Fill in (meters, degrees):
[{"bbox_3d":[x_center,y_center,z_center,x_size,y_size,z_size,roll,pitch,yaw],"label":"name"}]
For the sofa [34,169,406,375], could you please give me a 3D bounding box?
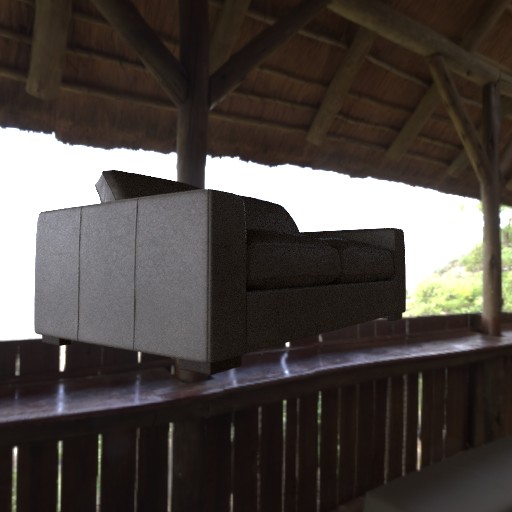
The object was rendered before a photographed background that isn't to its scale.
[{"bbox_3d":[0.000,0.000,2.426,1.070,0.800,1.920,-1,-2,36],"label":"sofa"}]
